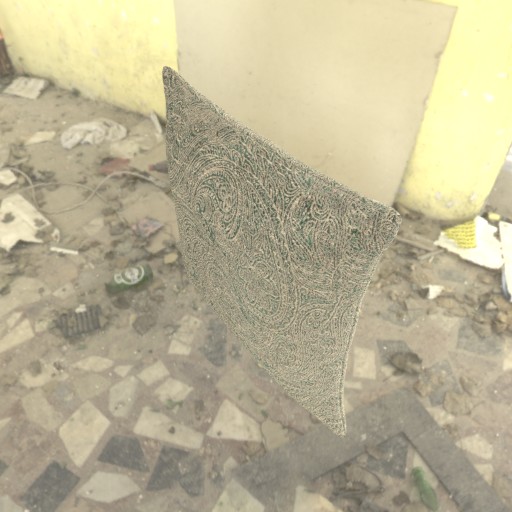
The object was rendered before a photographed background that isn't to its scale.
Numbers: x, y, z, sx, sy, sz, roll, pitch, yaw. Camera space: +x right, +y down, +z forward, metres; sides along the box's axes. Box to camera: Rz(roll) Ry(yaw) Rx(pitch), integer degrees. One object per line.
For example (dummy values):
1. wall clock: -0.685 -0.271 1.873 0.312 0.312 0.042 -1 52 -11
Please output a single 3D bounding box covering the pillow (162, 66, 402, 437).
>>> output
1. pillow: 0.000 0.000 0.782 0.166 0.507 0.526 -26 49 -26
